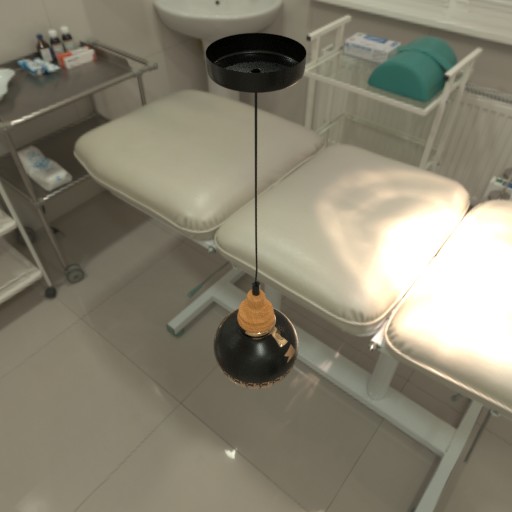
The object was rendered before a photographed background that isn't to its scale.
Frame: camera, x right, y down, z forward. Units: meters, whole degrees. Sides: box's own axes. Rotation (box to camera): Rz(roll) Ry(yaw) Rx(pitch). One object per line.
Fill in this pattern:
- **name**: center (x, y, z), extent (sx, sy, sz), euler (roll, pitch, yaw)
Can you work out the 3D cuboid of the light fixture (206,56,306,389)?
- **light fixture**: center (0.000, 0.000, 1.788), extent (0.430, 1.606, 0.430), euler (30, 53, 26)
